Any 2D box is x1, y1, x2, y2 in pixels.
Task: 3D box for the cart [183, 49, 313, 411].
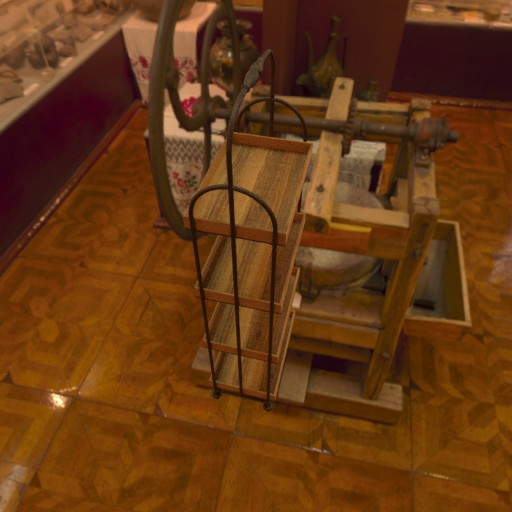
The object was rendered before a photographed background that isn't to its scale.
[{"bbox_3d":[0.000,0.000,1.717,0.308,1.481,0.581,10,47,10],"label":"cart"}]
